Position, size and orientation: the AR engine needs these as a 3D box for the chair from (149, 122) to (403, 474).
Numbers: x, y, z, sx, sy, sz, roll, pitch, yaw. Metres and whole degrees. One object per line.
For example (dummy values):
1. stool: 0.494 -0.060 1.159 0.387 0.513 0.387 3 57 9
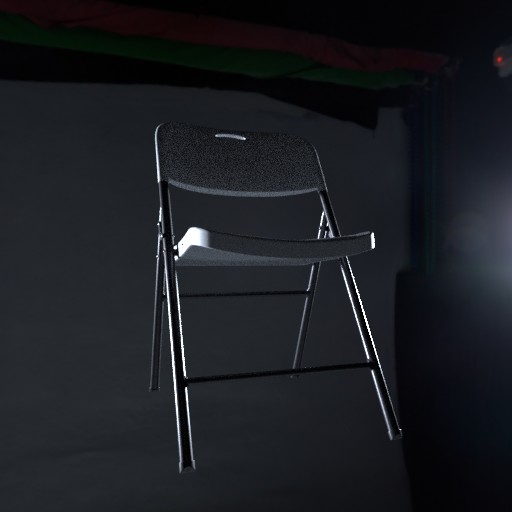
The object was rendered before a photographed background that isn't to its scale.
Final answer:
1. chair: 0.000 0.000 1.161 0.494 0.810 0.566 0 -1 -19
